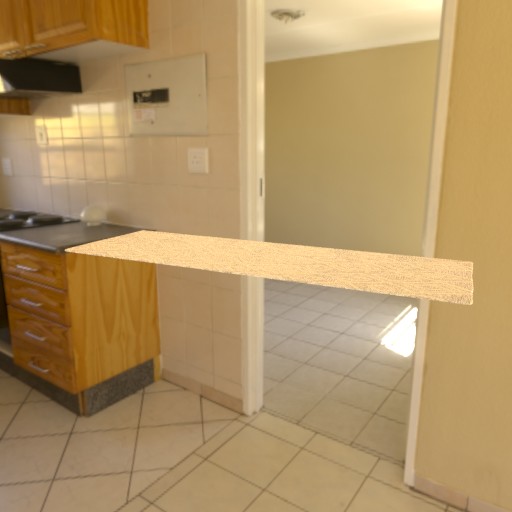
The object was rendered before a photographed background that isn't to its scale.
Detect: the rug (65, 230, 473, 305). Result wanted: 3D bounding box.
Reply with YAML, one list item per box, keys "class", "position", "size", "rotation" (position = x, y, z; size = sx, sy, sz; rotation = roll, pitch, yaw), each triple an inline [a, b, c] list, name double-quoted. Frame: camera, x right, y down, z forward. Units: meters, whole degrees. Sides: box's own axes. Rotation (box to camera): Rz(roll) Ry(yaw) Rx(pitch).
- class: "rug"
  position: [0.000, 0.000, 2.752]
  size: [2.436, 0.013, 0.807]
  rotation: [6, 15, 25]
